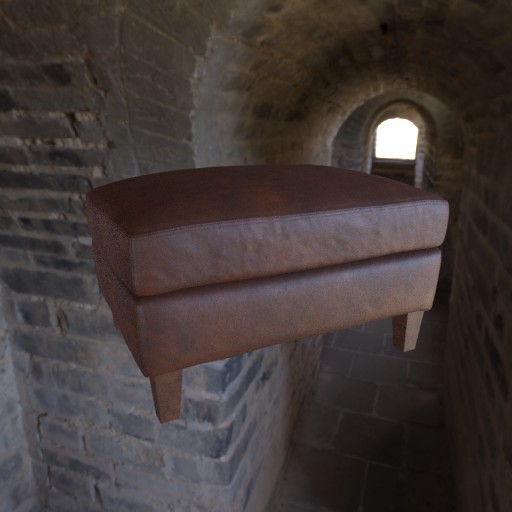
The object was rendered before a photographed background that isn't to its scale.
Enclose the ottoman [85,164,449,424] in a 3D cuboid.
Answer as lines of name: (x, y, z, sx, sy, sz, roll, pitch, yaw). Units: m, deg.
ottoman: (0.000, 0.000, 1.308, 0.887, 0.527, 0.659, -8, 18, -26)
